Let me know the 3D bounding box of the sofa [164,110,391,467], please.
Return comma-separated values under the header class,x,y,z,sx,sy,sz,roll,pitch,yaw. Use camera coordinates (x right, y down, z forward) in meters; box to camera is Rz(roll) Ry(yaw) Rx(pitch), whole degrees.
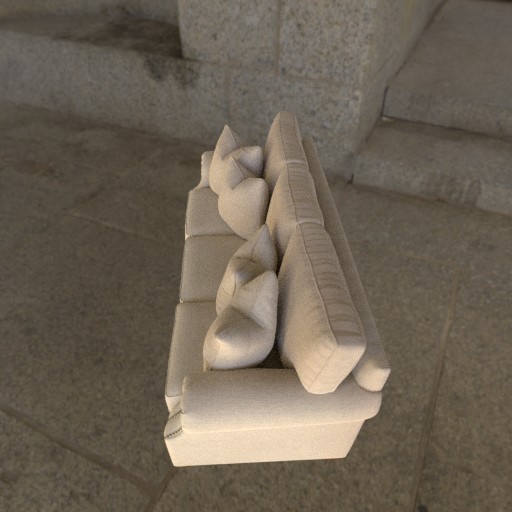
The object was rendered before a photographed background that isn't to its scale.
class,x,y,z,sx,sy,sz,roll,pitch,yaw
sofa,0.000,0.000,2.729,0.965,0.975,2.312,-2,40,-2
